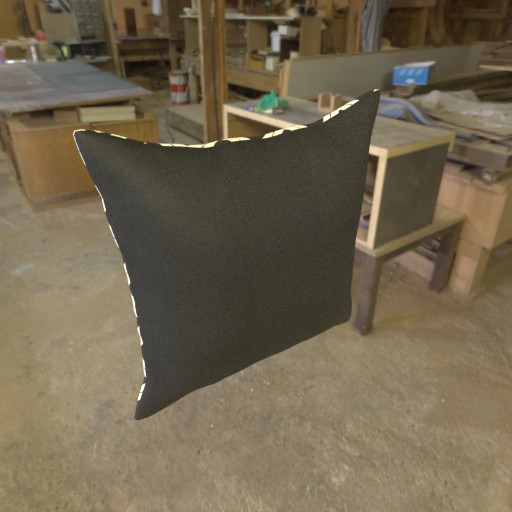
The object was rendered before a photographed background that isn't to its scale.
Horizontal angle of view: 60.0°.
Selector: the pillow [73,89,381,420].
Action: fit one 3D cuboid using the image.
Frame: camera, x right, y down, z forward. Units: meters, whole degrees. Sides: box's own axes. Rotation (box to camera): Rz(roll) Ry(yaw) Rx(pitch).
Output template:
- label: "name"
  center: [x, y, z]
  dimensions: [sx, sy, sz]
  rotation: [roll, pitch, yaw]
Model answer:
- label: "pillow"
  center: [0.000, 0.000, 0.752]
  dimensions: [0.504, 0.494, 0.188]
  rotation: [-19, 35, -29]
